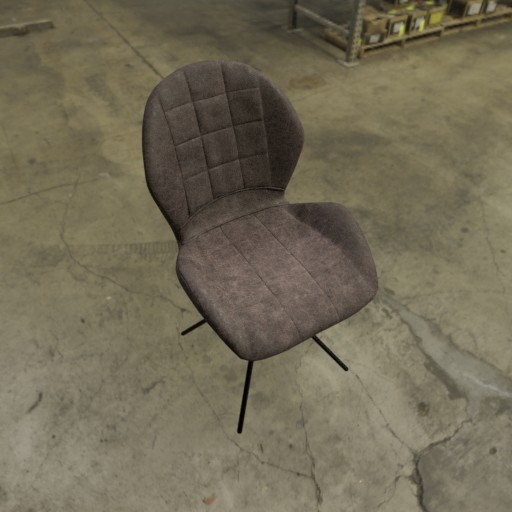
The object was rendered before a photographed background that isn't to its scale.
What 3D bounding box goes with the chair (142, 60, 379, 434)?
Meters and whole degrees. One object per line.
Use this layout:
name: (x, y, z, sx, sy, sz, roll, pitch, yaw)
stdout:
chair: (0.000, 0.000, 1.317, 0.527, 0.934, 0.640, -23, 50, -21)
